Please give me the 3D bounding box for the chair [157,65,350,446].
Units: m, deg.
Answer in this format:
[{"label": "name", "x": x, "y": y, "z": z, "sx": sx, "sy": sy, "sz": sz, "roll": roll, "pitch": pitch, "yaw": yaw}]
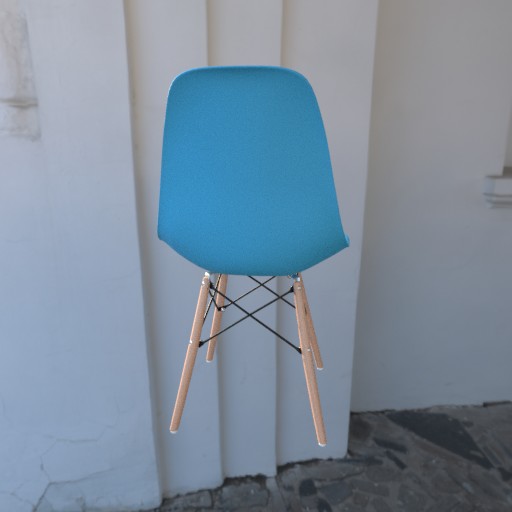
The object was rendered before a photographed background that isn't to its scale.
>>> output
[{"label": "chair", "x": 0.000, "y": 0.000, "z": 1.127, "sx": 0.470, "sy": 0.826, "sz": 0.531, "roll": 2, "pitch": 16, "yaw": 7}]
